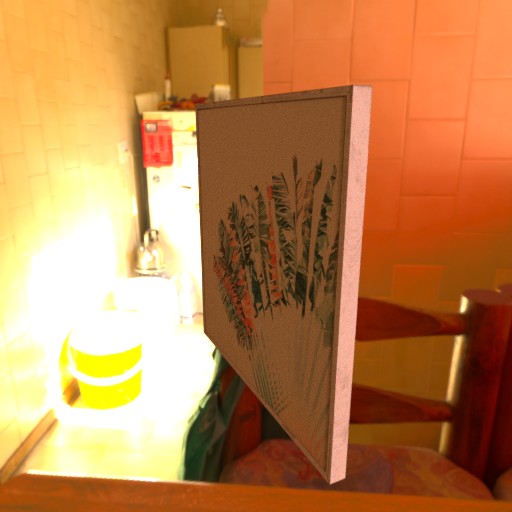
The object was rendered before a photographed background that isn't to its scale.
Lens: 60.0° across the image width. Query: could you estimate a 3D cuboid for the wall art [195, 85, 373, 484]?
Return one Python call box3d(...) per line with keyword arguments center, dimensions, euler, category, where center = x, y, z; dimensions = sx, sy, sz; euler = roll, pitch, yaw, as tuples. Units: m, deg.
box3d(center=(0.000, 0.000, 1.124), dimensions=(0.038, 0.757, 0.760), euler=(-8, 18, -25), category="wall art")
